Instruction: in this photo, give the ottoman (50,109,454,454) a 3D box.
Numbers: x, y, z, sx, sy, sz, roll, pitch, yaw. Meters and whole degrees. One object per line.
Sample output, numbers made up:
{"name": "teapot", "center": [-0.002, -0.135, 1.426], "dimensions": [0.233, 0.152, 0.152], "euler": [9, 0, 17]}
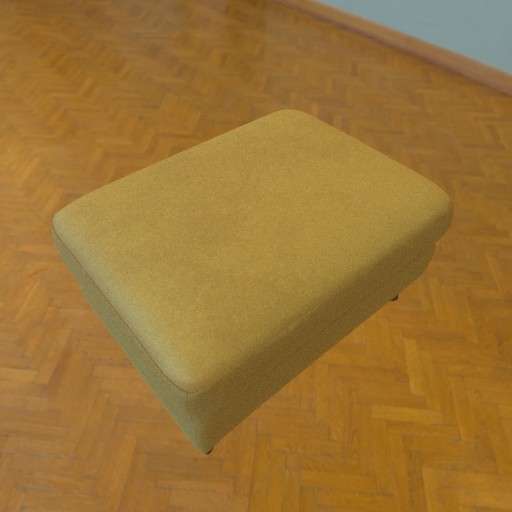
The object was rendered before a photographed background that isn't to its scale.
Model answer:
{"name": "ottoman", "center": [0.000, 0.000, 1.151], "dimensions": [0.811, 0.449, 0.608], "euler": [-31, 54, -26]}
